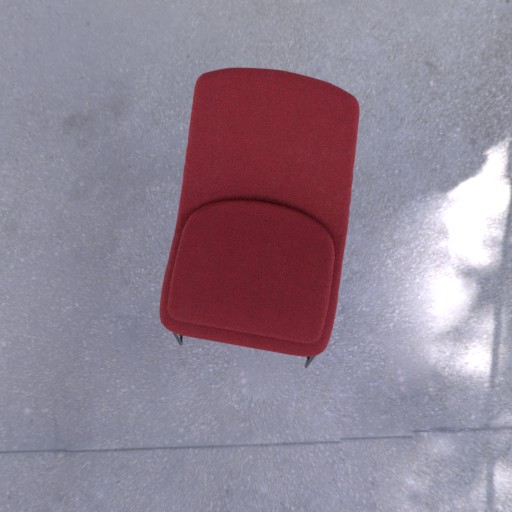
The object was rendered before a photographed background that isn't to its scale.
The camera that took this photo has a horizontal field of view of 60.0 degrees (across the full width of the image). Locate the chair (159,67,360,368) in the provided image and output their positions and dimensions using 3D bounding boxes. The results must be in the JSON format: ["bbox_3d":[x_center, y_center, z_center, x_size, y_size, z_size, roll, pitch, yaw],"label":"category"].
[{"bbox_3d":[0.000,0.000,1.174,0.479,0.858,0.518,10,77,2],"label":"chair"}]
